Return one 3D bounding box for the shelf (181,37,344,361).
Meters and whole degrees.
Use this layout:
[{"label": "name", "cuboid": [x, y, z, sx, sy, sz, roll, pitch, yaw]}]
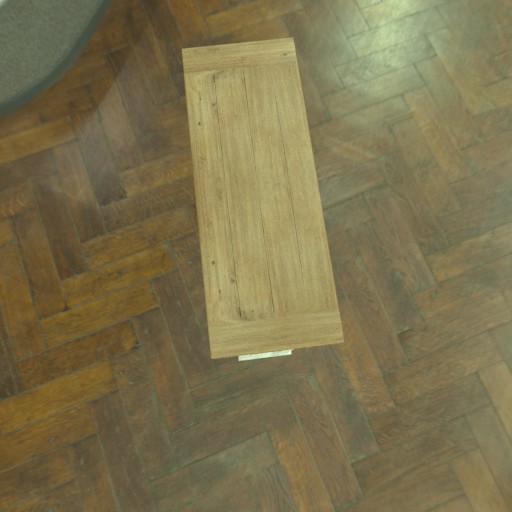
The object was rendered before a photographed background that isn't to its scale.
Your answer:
[{"label": "shelf", "cuboid": [0.000, 0.000, 2.281, 0.381, 1.878, 1.022, -7, 76, -2]}]
